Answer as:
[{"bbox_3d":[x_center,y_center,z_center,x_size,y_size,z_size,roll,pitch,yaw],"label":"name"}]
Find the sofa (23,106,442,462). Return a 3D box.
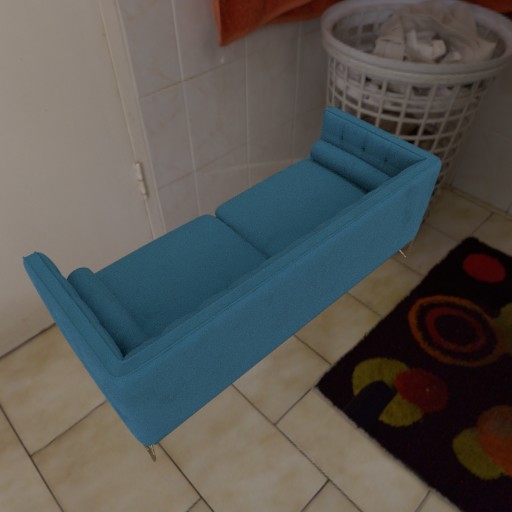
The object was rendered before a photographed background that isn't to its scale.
[{"bbox_3d":[0.000,0.000,2.490,2.087,0.789,0.867,-33,55,-27],"label":"sofa"}]
